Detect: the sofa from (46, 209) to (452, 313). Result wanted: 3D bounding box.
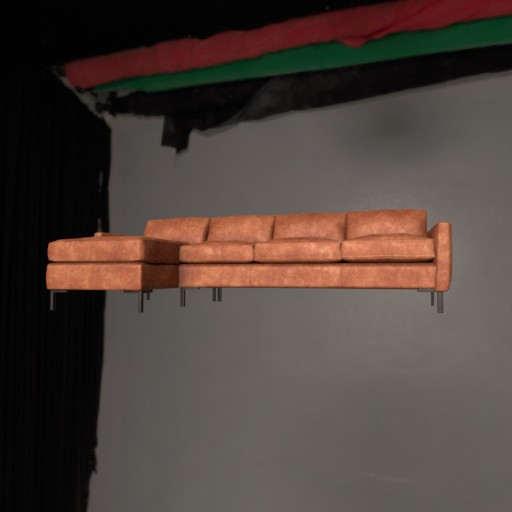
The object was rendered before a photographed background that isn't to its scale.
[{"bbox_3d":[0.000,0.000,3.687,2.993,0.859,1.471,-1,-2,17],"label":"sofa"}]
